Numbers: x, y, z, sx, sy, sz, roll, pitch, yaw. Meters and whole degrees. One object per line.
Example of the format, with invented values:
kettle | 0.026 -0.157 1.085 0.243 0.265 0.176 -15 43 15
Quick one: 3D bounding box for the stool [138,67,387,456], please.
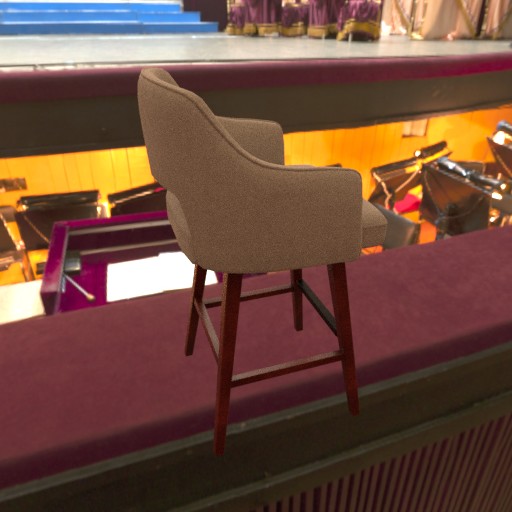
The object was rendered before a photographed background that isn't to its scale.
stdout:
stool | 0.000 0.000 1.291 0.558 1.012 0.548 -10 31 -16
